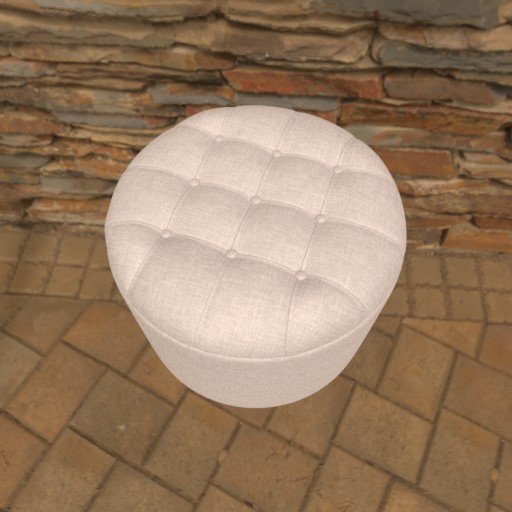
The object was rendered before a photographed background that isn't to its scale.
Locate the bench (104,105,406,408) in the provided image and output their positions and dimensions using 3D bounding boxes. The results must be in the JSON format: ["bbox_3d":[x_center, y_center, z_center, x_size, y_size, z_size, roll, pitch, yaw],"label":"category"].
[{"bbox_3d":[0.000,0.000,1.025,0.600,0.453,0.600,0,59,0],"label":"bench"}]
